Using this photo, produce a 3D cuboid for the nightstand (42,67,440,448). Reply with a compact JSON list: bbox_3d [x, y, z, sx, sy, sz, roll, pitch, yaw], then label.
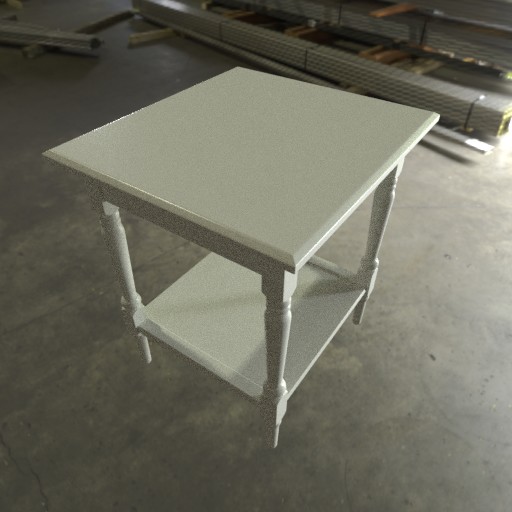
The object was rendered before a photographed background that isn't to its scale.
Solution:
[{"bbox_3d":[0.000,0.000,0.920,0.459,0.555,0.505,24,46,26],"label":"nightstand"}]
